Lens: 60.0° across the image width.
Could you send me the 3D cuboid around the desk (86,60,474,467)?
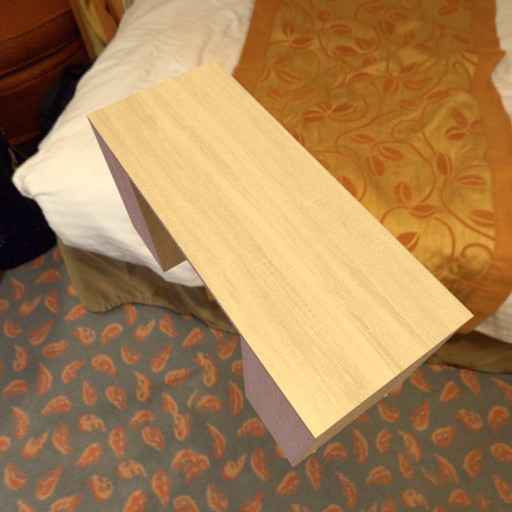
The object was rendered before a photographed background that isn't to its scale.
[{"bbox_3d":[0.000,0.000,1.784,0.600,0.740,1.390,-31,64,-17],"label":"desk"}]
